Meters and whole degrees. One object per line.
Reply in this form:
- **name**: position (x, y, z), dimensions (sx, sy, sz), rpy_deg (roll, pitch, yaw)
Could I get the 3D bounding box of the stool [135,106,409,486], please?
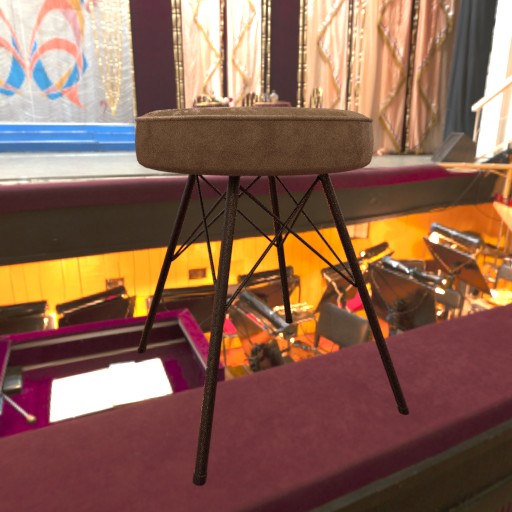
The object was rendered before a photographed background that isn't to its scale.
- **stool**: position (0.000, 0.000, 0.857), dimensions (0.423, 0.538, 0.457), rpy_deg (-7, 18, -24)
